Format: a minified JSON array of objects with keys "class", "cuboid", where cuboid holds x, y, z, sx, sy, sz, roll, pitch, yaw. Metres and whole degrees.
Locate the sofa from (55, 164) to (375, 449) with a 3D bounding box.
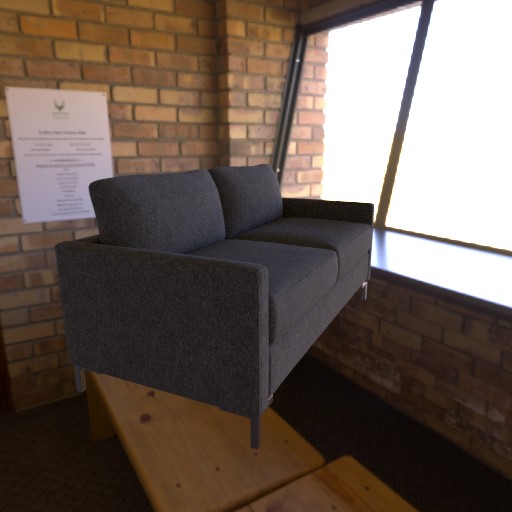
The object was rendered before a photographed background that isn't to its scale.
[{"class":"sofa","cuboid":[0.000,0.000,2.241,0.866,0.862,1.716,7,16,25]}]
